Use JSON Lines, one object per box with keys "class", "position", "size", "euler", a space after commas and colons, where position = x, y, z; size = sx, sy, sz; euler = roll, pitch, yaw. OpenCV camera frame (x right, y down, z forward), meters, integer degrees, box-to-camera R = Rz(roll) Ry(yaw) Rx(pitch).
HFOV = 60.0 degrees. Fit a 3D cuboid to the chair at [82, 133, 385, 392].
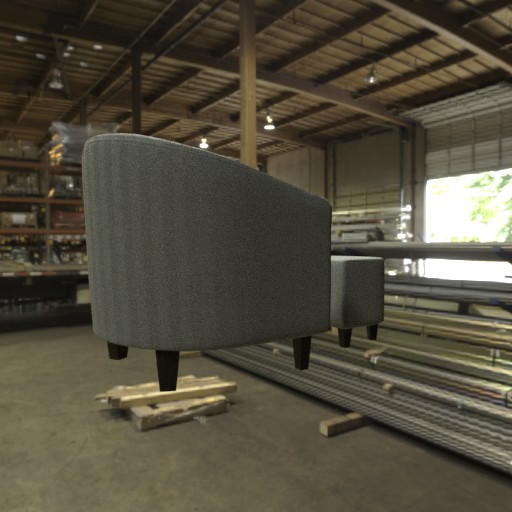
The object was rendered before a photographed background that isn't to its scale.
{"class": "chair", "position": [0.000, 0.000, 1.751], "size": [1.288, 0.757, 0.756], "euler": [-1, 2, -36]}
